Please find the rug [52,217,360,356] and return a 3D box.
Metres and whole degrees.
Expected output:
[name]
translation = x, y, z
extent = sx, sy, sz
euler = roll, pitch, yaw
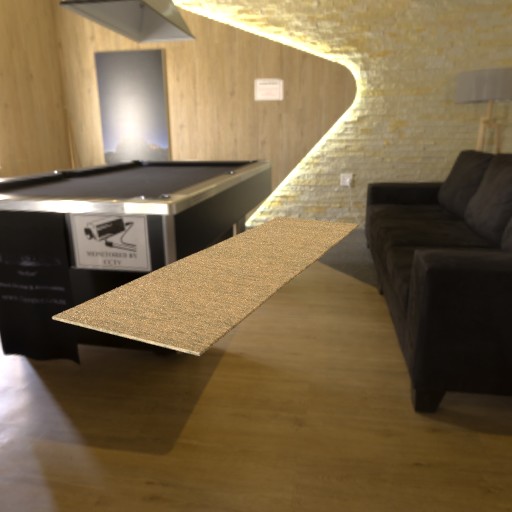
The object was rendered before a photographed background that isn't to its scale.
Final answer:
[rug]
translation = 0.000, 0.000, 2.597
extent = 0.700, 0.014, 2.290
euler = 8, 18, 25
